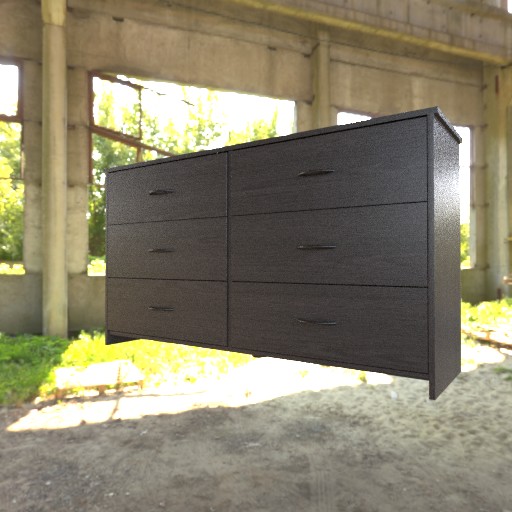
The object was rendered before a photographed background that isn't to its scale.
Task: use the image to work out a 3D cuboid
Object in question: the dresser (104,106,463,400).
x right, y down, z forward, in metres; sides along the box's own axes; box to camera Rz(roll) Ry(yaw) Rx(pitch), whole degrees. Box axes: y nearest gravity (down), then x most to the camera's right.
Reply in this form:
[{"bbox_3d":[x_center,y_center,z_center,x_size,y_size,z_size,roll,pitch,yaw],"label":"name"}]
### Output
[{"bbox_3d":[0.000,0.000,1.655,1.360,0.755,0.401,-1,-1,34],"label":"dresser"}]
